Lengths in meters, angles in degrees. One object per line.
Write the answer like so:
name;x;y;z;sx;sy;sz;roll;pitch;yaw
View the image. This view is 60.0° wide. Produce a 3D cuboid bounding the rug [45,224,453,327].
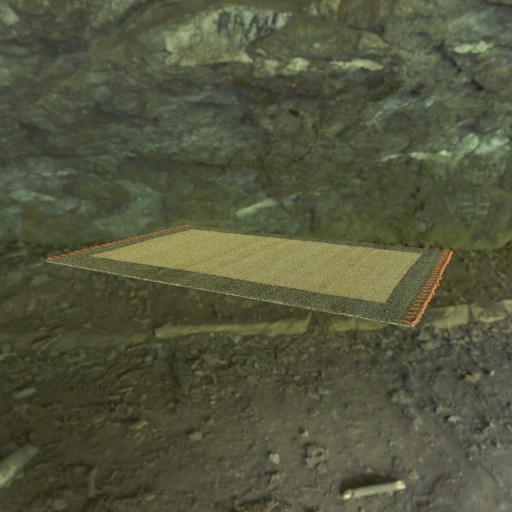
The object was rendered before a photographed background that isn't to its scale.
rug;0.000;0.000;2.356;1.838;0.019;1.220;7;15;28
